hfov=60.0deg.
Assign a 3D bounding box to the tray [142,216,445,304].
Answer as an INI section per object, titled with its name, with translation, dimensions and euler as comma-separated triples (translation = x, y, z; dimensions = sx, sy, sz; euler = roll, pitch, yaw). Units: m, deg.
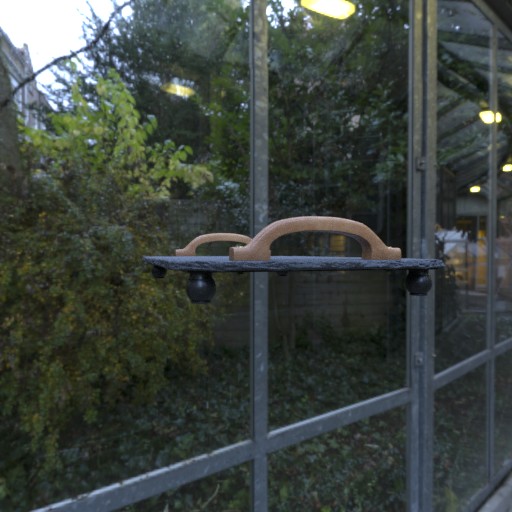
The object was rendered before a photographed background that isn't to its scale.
[tray]
translation = 0.000, 0.000, 0.483
dimensions = 0.231, 0.062, 0.387
euler = 0, 1, -18
